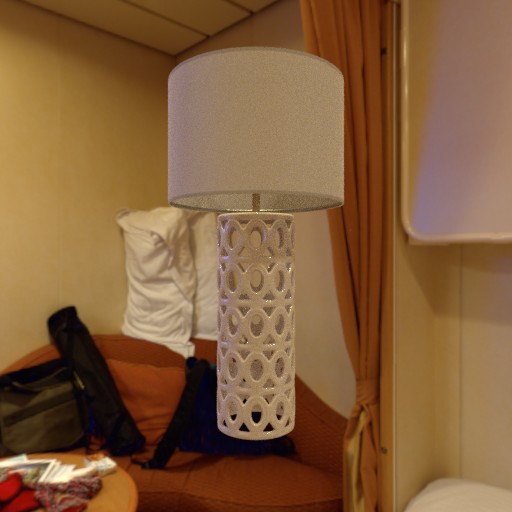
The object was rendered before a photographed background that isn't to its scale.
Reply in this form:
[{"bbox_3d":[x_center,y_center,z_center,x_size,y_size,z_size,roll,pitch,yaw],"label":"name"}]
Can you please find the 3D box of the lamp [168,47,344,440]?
[{"bbox_3d":[0.000,0.000,0.836,0.324,0.636,0.325,0,0,-1],"label":"lamp"}]
